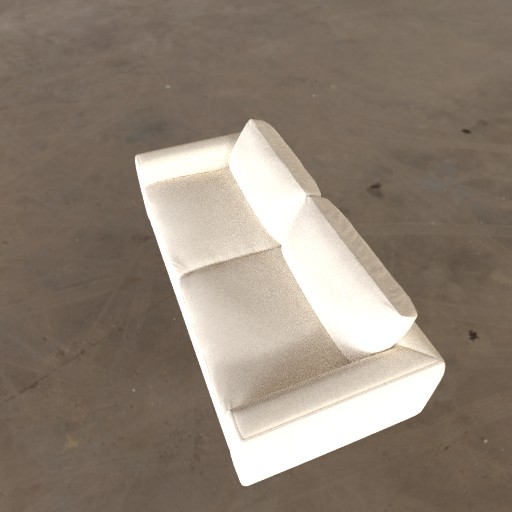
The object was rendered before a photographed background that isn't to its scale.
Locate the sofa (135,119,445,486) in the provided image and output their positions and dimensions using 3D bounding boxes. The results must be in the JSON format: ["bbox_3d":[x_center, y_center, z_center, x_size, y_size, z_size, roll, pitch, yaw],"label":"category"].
[{"bbox_3d":[0.000,0.000,2.750,1.070,0.801,2.262,-16,49,-15],"label":"sofa"}]
